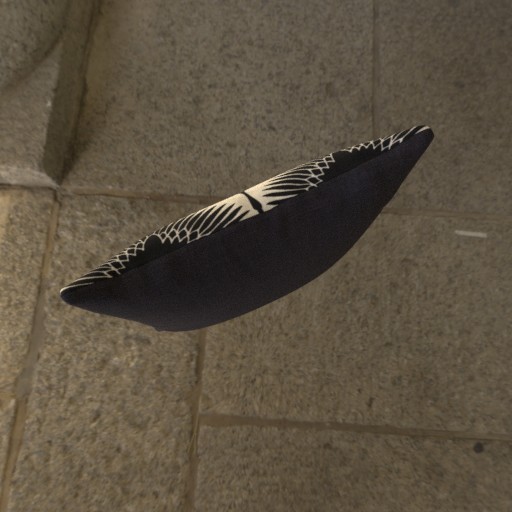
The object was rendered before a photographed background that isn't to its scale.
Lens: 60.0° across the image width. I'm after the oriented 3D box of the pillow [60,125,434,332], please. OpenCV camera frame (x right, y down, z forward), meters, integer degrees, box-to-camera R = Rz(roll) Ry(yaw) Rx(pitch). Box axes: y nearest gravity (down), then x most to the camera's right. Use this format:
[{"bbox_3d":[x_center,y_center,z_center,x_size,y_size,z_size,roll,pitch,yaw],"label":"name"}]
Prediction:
[{"bbox_3d":[0.000,0.000,0.668,0.432,0.432,0.139,-25,78,-6],"label":"pillow"}]
